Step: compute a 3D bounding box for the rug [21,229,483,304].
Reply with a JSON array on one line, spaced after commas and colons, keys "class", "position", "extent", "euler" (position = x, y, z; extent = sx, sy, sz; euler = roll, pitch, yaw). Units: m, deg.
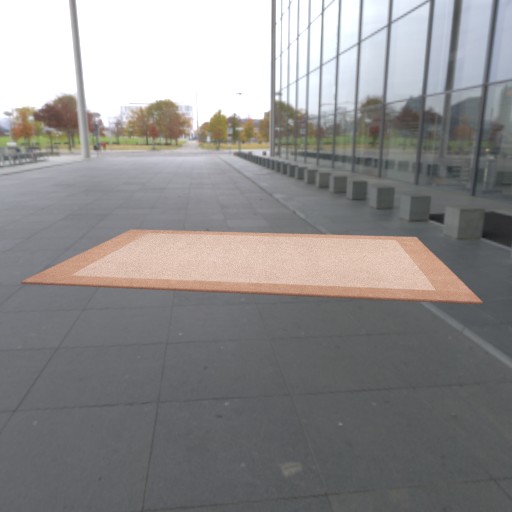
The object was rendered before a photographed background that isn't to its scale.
[{"class": "rug", "position": [0.000, 0.000, 3.037], "extent": [2.438, 0.014, 1.524], "euler": [2, 15, 7]}]
